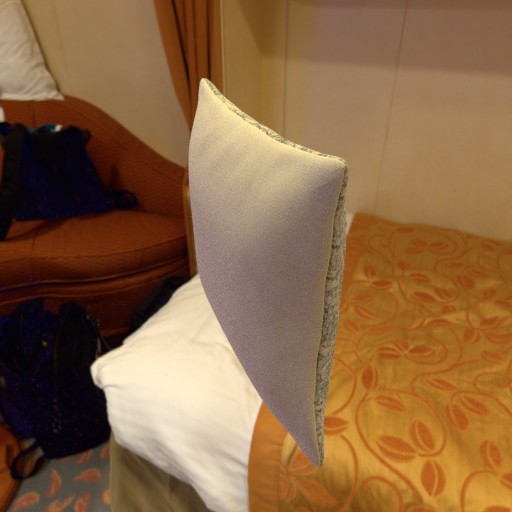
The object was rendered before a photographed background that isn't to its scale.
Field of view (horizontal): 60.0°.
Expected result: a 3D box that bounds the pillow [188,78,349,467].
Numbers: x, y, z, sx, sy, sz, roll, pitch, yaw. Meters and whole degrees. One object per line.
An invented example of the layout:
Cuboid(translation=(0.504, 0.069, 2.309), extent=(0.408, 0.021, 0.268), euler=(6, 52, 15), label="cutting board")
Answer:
Cuboid(translation=(0.000, 0.000, 0.780), extent=(0.166, 0.510, 0.523), euler=(-12, 33, -19), label="pillow")
